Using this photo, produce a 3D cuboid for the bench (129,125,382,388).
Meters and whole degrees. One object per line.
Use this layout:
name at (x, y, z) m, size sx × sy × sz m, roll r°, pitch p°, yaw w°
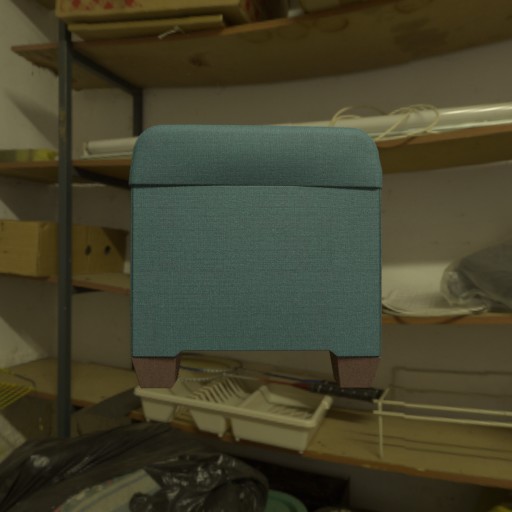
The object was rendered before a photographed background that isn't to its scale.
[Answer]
bench at (0.000, 0.000, 1.251) m, size 0.476 × 0.474 × 0.995 m, roll 0°, pitch 0°, yaw 0°
